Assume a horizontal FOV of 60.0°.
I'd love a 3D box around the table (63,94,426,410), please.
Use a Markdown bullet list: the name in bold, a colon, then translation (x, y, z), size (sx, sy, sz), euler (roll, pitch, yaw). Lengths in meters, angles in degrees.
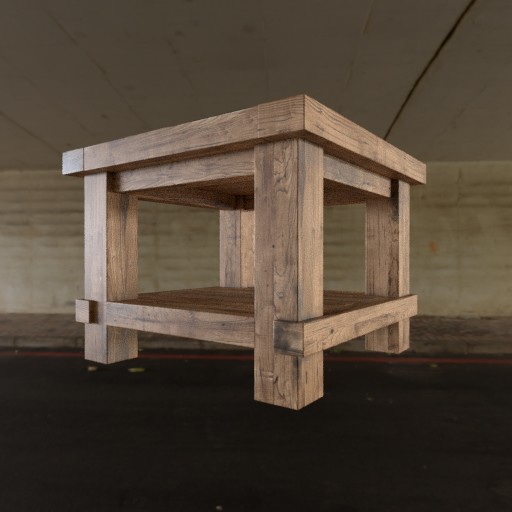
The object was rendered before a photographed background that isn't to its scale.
- **table**: translation (0.000, 0.000, 1.043), size (0.610, 0.457, 0.610), euler (0, 0, 36)
